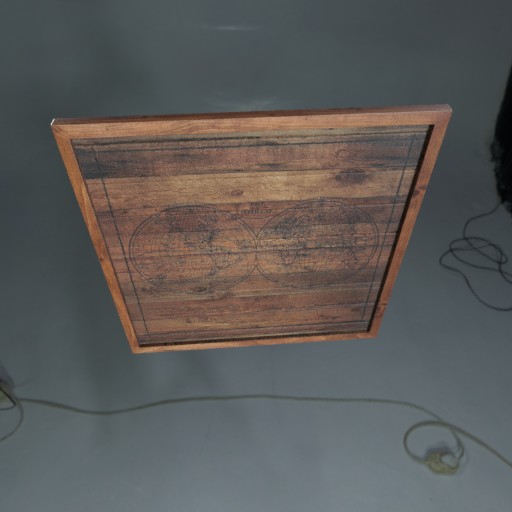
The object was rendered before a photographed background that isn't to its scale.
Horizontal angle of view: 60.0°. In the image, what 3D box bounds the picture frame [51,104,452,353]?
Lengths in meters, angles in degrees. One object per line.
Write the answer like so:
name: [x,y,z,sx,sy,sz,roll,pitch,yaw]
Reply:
picture frame: [0.000,0.000,1.188,0.810,0.817,0.029,-3,45,-3]
